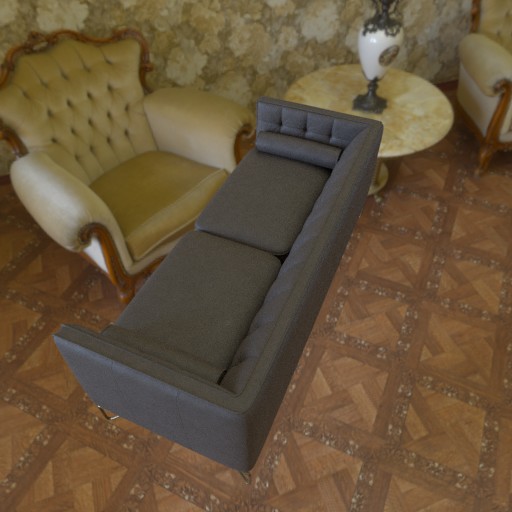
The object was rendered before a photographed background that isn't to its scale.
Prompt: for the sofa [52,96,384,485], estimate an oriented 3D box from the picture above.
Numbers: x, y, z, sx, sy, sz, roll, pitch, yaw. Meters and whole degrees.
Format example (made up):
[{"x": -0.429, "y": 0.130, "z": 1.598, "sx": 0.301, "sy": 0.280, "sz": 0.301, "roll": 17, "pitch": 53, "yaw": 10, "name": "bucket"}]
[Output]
[{"x": 0.000, "y": 0.000, "z": 2.507, "sx": 0.867, "sy": 0.789, "sz": 2.087, "roll": 18, "pitch": 50, "yaw": 16, "name": "sofa"}]
